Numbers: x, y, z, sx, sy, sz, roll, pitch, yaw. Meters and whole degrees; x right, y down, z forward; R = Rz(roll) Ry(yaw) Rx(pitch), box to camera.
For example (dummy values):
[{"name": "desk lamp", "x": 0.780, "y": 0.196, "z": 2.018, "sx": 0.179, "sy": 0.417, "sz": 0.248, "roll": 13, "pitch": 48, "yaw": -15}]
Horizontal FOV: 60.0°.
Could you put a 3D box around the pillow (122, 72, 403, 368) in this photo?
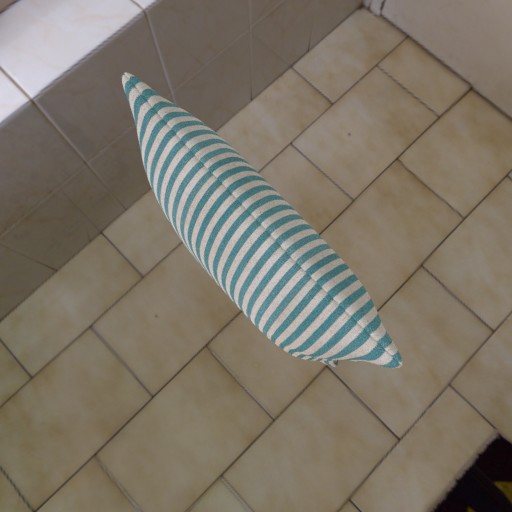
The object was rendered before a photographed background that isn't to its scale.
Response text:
[{"name": "pillow", "x": 0.000, "y": 0.000, "z": 0.795, "sx": 0.166, "sy": 0.510, "sz": 0.523, "roll": -41, "pitch": 80, "yaw": -9}]
